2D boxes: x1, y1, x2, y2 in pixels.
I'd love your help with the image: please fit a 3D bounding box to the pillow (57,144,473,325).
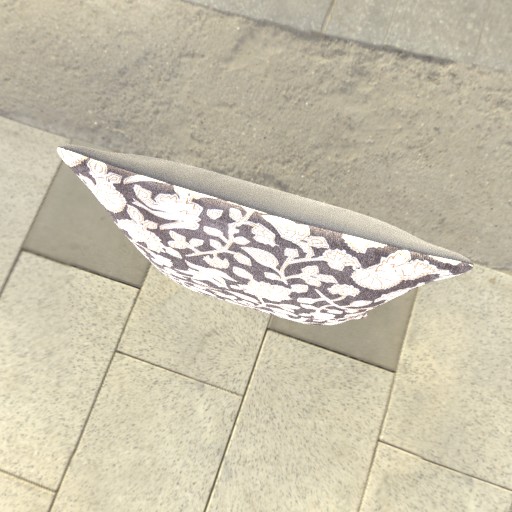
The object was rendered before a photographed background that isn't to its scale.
[{"bbox_3d":[0.000,0.000,0.775,0.526,0.507,0.166,16,77,4],"label":"pillow"}]
